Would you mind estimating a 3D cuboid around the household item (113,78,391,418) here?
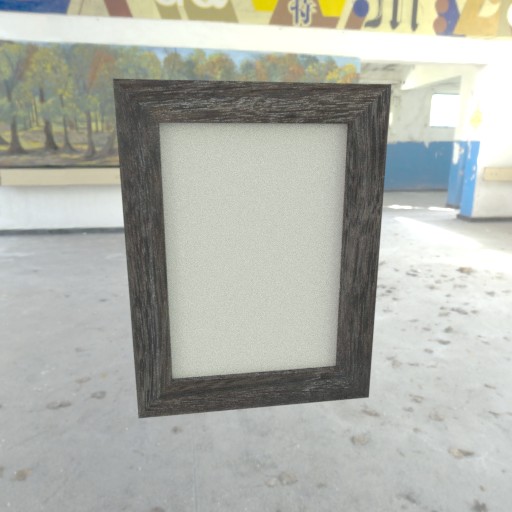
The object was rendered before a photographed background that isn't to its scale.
[{"bbox_3d":[0.000,0.000,0.288,0.160,0.210,0.020,-2,15,-9],"label":"household item"}]
